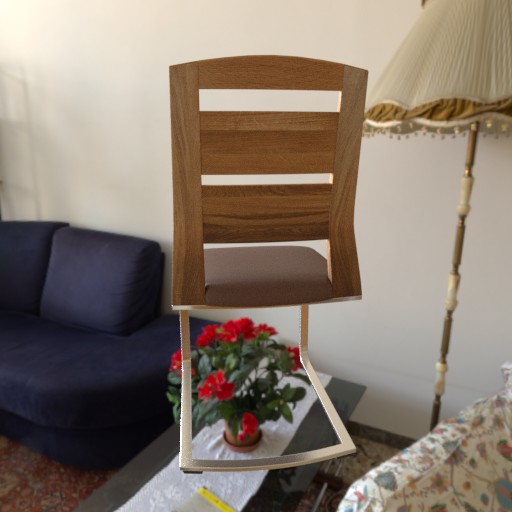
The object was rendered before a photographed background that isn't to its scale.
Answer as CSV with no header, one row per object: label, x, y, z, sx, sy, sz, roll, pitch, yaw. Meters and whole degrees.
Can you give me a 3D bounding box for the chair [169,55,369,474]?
chair,0.000,0.000,1.250,0.460,0.970,0.570,-2,16,-8
